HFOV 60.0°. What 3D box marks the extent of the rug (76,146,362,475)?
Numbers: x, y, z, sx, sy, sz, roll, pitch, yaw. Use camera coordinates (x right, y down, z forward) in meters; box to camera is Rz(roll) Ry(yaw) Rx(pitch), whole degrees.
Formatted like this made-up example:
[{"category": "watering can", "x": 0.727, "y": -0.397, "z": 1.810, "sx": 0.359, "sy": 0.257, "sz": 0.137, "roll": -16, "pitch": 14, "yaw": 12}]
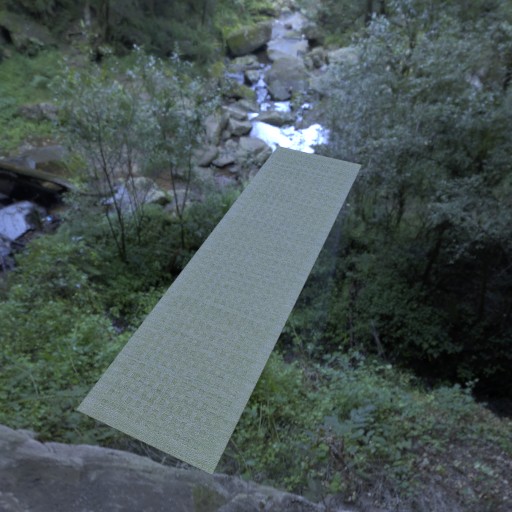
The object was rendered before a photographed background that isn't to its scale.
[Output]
[{"category": "rug", "x": 0.000, "y": 0.000, "z": 2.676, "sx": 0.686, "sy": 0.006, "sz": 2.437, "roll": 17, "pitch": 47, "yaw": 17}]
